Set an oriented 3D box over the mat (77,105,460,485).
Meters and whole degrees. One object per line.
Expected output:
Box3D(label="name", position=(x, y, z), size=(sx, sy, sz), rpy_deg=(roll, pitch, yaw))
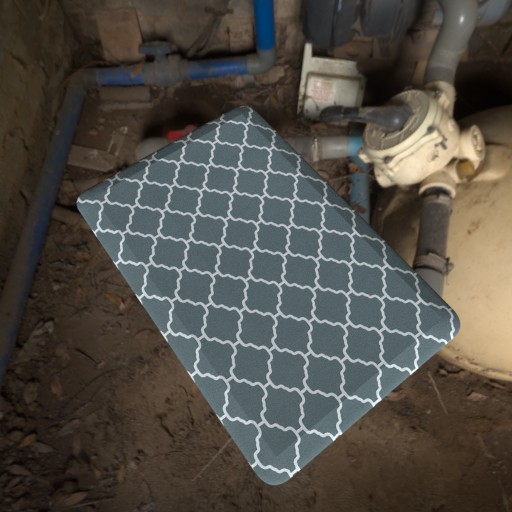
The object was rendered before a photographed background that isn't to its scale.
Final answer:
Box3D(label="mat", position=(0.000, 0.000, 0.961), size=(0.508, 0.021, 0.762), rpy_deg=(-34, 69, -15))
